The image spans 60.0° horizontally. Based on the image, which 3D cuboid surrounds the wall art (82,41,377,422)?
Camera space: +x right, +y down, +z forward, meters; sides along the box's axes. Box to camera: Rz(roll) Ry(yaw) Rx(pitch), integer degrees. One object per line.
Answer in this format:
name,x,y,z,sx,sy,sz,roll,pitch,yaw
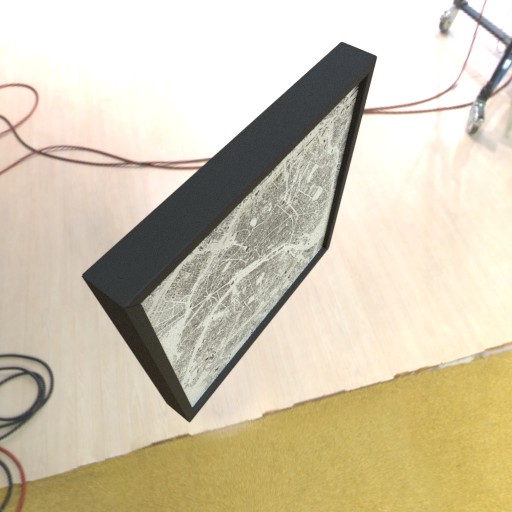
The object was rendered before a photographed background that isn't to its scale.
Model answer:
wall art,0.000,0.000,0.456,0.037,0.305,0.305,32,63,19
